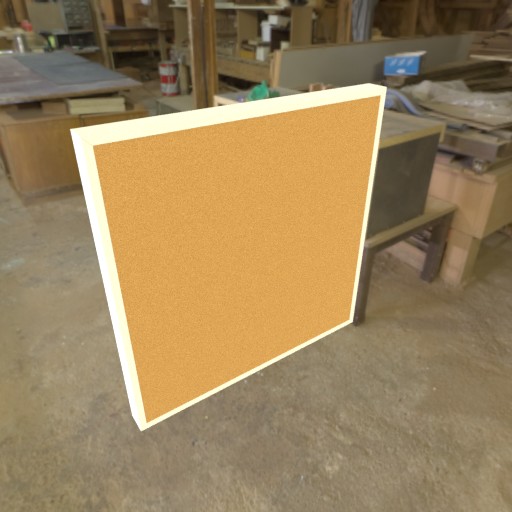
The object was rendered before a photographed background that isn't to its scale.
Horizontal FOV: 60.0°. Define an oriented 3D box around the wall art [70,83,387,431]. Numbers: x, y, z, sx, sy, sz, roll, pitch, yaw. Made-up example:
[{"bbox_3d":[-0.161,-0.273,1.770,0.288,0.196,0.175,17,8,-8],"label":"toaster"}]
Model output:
[{"bbox_3d":[0.000,0.000,0.768,0.509,0.509,0.040,-20,37,-29],"label":"wall art"}]
